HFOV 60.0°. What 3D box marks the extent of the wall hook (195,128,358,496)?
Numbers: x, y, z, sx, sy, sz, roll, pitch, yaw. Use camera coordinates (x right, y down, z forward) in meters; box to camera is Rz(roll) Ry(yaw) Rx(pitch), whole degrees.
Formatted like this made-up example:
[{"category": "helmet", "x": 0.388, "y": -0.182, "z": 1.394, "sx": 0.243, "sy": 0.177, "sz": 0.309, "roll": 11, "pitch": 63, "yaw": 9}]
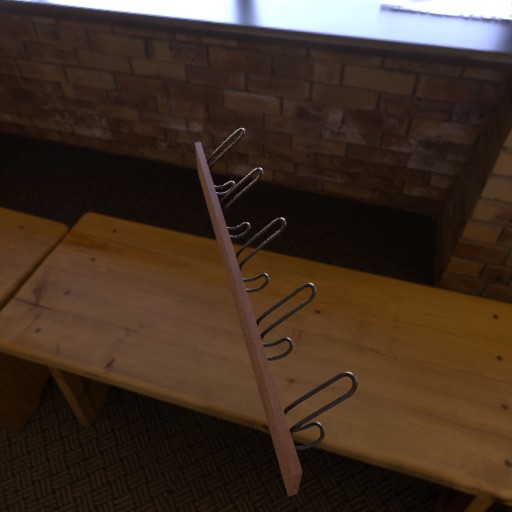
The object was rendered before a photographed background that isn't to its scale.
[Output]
[{"category": "wall hook", "x": 0.000, "y": 0.000, "z": 0.592, "sx": 0.076, "sy": 0.116, "sz": 0.554, "roll": -11, "pitch": 47, "yaw": -10}]
